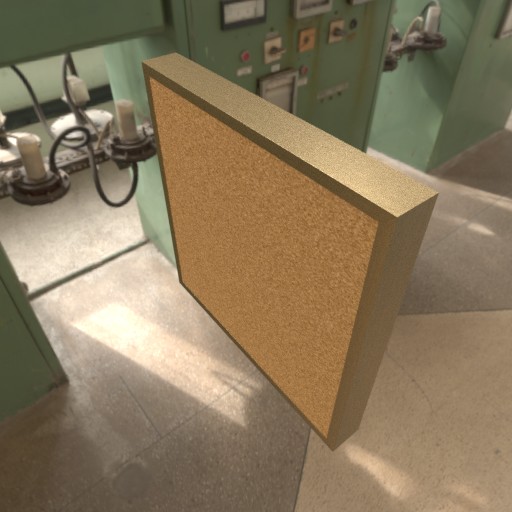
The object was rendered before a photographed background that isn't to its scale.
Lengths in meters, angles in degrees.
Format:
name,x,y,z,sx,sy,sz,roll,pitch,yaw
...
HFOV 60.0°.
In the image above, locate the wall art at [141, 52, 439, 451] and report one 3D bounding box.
name,x,y,z,sx,sy,sz,roll,pitch,yaw
wall art,0.000,0.000,0.446,0.038,0.305,0.304,-28,50,-27
